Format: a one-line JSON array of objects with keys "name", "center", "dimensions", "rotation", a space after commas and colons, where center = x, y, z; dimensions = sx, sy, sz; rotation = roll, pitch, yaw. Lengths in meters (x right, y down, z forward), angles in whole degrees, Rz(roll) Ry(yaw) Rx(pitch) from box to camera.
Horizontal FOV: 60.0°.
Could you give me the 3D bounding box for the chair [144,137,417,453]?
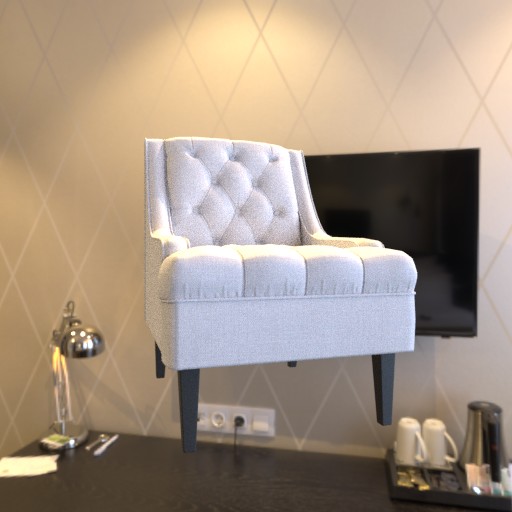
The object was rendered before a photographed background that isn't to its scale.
[{"name": "chair", "center": [0.000, 0.000, 1.386], "dimensions": [0.658, 0.891, 0.772], "rotation": [0, 0, -18]}]
